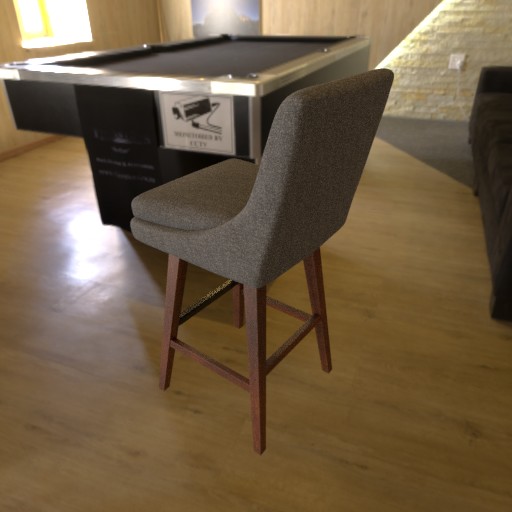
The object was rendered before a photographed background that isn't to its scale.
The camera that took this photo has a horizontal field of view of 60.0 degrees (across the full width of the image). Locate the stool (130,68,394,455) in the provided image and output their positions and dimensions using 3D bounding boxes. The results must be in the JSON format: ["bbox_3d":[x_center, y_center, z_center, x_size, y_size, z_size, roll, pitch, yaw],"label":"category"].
[{"bbox_3d":[0.000,0.000,1.351,0.572,1.068,0.489,21,36,31],"label":"stool"}]
